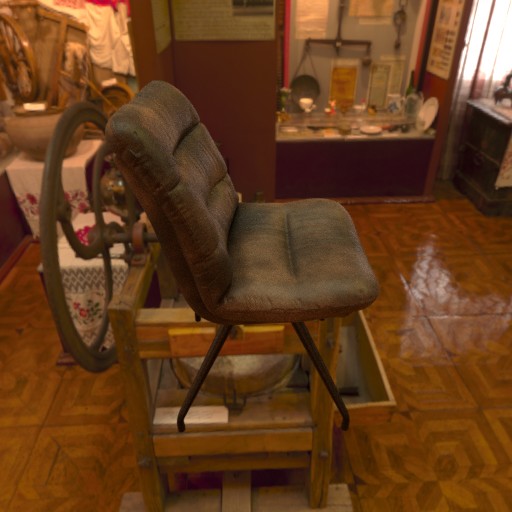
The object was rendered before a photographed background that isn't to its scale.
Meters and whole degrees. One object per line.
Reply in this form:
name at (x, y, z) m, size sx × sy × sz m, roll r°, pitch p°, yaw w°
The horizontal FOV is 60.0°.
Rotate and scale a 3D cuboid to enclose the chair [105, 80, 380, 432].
chair at (0.000, 0.000, 1.241) m, size 0.622 × 0.870 × 0.549 m, roll 0°, pitch 32°, yaw -1°
